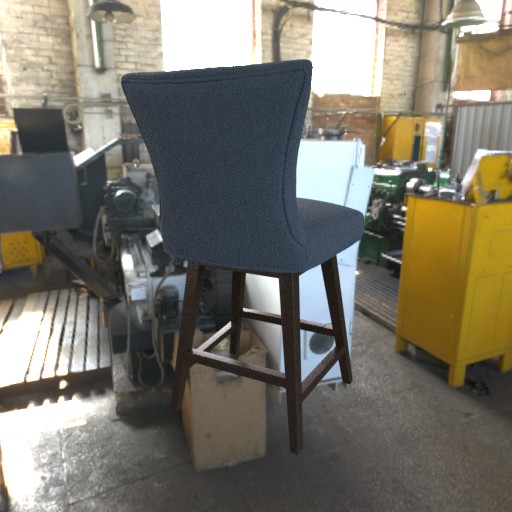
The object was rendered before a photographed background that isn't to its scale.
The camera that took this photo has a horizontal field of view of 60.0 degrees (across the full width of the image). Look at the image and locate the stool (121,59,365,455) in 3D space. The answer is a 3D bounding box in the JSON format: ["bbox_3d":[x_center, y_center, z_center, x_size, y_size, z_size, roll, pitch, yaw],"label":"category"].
[{"bbox_3d":[0.000,0.000,1.327,0.514,1.000,0.574,8,17,27],"label":"stool"}]
